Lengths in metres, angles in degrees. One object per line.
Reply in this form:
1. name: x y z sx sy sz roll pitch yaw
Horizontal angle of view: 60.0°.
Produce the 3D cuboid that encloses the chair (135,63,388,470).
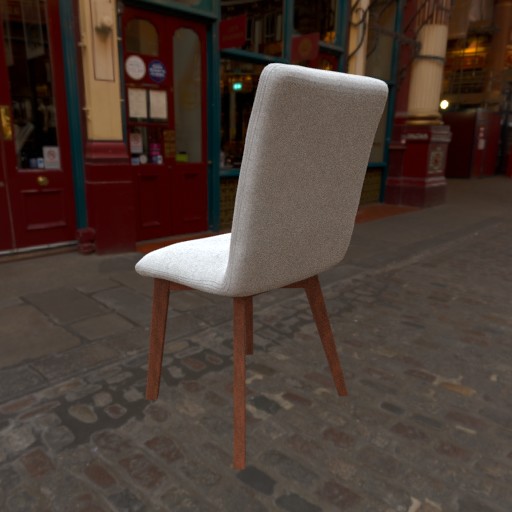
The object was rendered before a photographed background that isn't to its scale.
1. chair: 0.000 0.000 1.313 0.563 0.974 0.522 14 20 43
